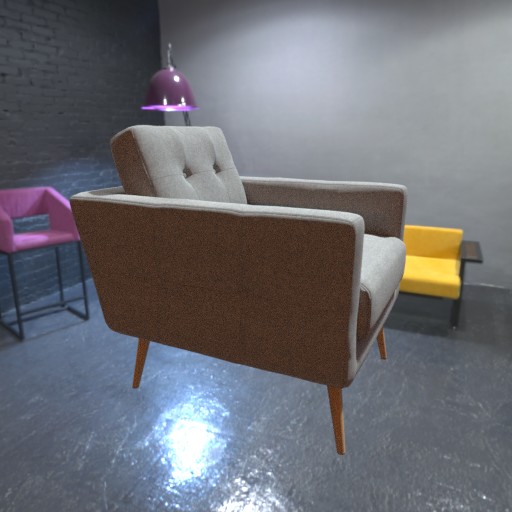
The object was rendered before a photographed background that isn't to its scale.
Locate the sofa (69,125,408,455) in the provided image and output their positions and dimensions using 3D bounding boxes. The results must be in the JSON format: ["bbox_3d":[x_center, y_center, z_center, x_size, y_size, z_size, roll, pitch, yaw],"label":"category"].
[{"bbox_3d":[0.000,0.000,1.520,0.920,0.860,0.770,8,17,25],"label":"sofa"}]
